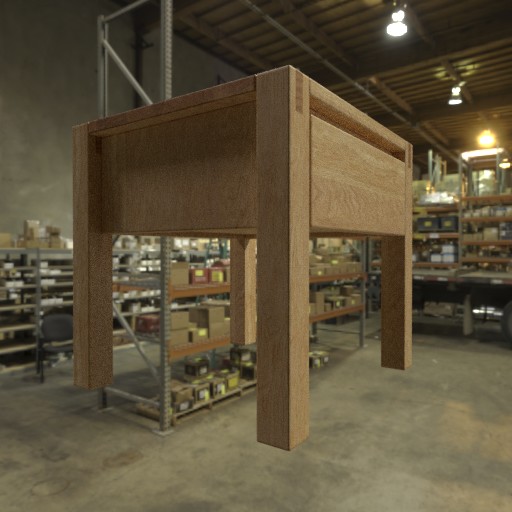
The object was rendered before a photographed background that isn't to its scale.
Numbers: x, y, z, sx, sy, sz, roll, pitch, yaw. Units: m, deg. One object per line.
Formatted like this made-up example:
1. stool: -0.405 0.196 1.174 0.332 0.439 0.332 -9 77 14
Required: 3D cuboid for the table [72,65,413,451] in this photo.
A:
1. table: 0.000 0.000 0.836 0.440 0.450 0.480 0 1 36
